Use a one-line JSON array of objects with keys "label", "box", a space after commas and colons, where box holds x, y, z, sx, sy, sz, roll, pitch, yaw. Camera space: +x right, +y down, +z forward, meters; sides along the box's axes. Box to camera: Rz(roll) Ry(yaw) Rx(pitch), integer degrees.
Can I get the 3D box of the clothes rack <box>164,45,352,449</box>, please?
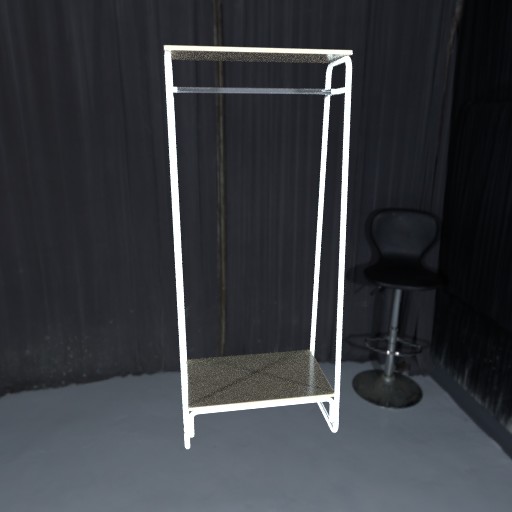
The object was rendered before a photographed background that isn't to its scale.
[{"label": "clothes rack", "box": [0.000, 0.000, 1.798, 0.640, 1.512, 0.400, -3, 17, -9]}]
